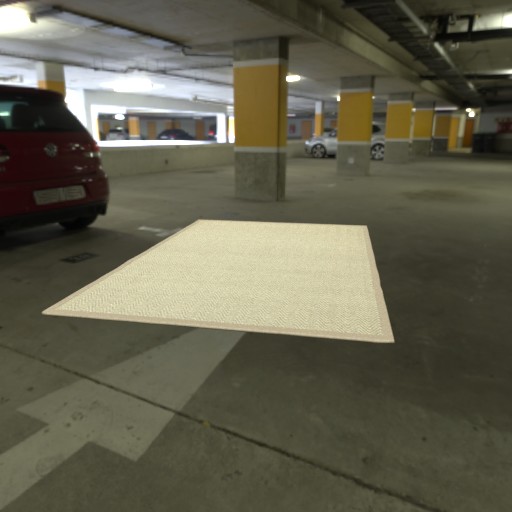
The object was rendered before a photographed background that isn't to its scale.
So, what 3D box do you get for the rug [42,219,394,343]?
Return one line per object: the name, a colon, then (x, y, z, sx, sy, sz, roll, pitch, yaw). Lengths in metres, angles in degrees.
rug: (0.000, 0.000, 2.941, 1.540, 0.021, 2.290, 3, 16, 11)
